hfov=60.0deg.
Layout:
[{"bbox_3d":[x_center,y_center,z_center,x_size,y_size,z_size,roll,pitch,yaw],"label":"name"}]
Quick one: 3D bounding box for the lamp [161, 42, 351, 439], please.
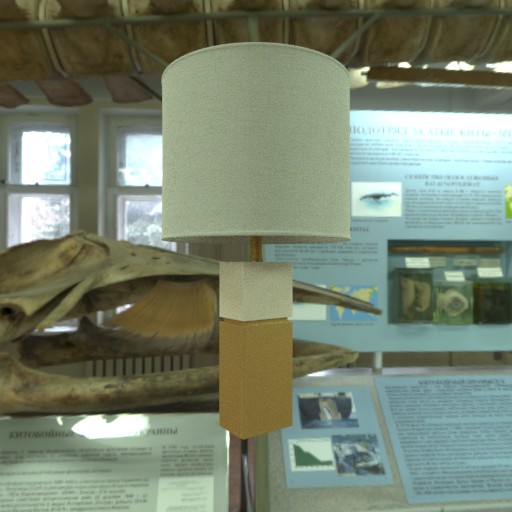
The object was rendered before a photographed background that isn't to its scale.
[{"bbox_3d":[0.000,0.000,0.546,0.229,0.417,0.229,0,-1,-36],"label":"lamp"}]
